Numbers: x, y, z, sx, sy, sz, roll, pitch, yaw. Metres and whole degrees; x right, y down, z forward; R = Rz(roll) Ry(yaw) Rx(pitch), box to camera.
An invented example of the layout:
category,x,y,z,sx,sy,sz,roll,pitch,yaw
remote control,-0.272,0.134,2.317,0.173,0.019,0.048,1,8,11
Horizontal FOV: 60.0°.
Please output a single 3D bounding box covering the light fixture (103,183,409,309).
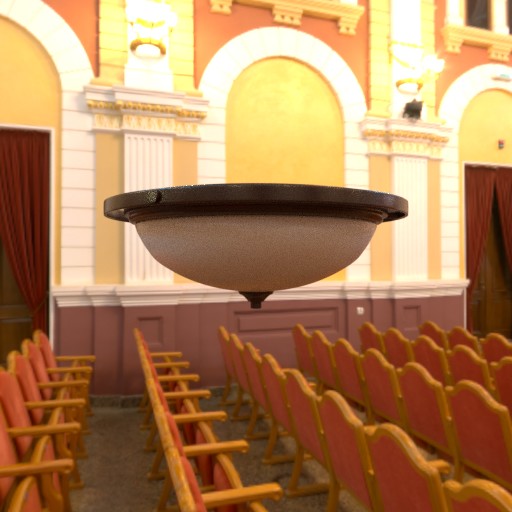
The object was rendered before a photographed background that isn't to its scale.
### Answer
category,x,y,z,sx,sy,sz,roll,pitch,yaw
light fixture,0.000,0.000,0.554,0.361,0.130,0.361,0,0,0
